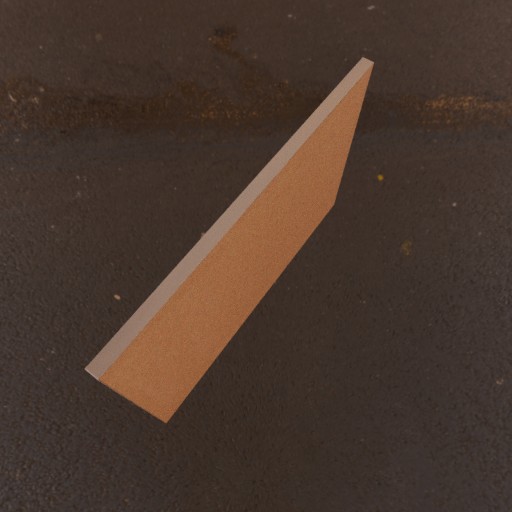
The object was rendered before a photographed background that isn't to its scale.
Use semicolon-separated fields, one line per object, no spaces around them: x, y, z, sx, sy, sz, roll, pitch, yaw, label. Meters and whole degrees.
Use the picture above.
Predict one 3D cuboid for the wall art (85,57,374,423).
0.000;0.000;0.780;0.021;0.410;0.615;33;68;15;wall art
